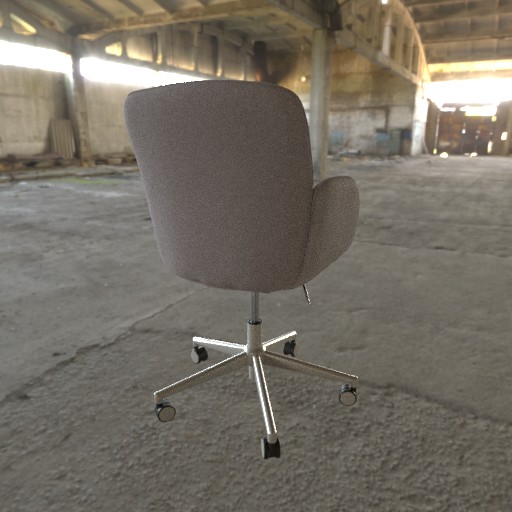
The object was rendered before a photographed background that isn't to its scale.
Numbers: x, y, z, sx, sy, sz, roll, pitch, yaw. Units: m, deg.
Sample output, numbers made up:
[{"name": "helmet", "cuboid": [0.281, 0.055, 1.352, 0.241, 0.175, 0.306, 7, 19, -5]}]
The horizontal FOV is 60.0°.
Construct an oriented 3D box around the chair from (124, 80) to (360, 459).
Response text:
[{"name": "chair", "cuboid": [0.000, 0.000, 1.380, 0.648, 0.959, 0.654, 8, 17, 27]}]
